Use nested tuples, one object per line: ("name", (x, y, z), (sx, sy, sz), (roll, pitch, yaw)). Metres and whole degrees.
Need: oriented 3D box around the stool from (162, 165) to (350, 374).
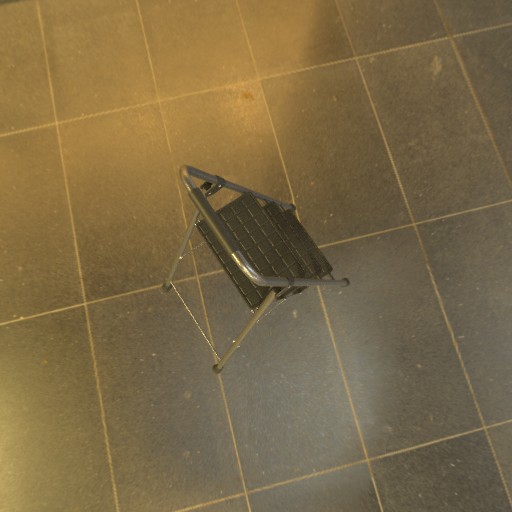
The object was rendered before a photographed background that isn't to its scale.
("stool", (0.000, 0.000, 1.480), (0.733, 1.121, 0.473), (-33, 79, -7))
